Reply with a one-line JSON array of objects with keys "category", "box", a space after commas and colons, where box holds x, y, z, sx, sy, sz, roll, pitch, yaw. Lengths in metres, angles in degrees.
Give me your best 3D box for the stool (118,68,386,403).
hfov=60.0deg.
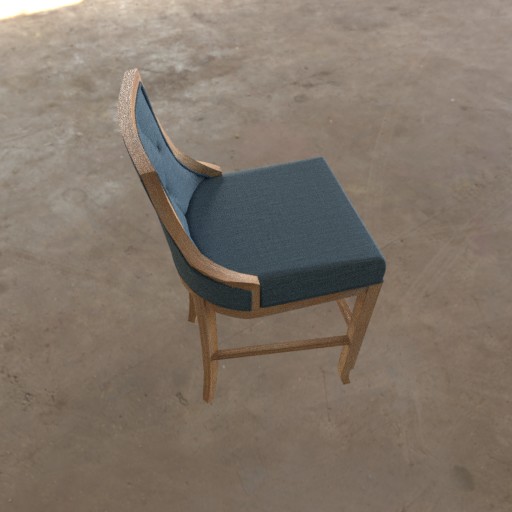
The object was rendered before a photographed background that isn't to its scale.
[{"category": "stool", "box": [0.000, 0.000, 1.433, 0.626, 1.101, 0.524, -11, 49, -10]}]
